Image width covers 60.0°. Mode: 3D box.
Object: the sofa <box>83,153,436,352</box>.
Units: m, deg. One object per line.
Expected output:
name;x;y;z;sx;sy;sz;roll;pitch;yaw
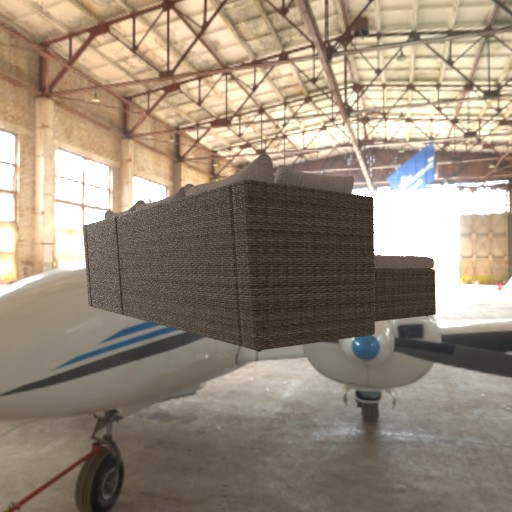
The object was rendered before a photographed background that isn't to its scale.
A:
sofa;0.000;0.000;2.940;1.662;0.766;2.192;1;-2;-36
